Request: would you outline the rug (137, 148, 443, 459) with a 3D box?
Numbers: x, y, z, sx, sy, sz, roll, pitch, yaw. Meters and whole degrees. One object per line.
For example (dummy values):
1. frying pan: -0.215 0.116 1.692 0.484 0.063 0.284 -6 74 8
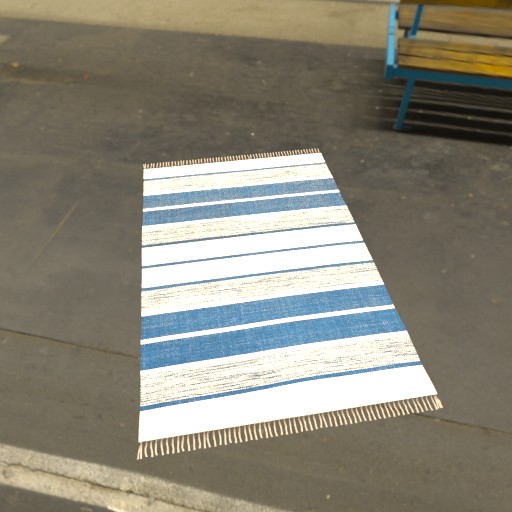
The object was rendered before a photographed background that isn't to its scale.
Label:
1. rug: 0.000 0.000 2.999 1.532 0.010 2.441 -7 46 -7
